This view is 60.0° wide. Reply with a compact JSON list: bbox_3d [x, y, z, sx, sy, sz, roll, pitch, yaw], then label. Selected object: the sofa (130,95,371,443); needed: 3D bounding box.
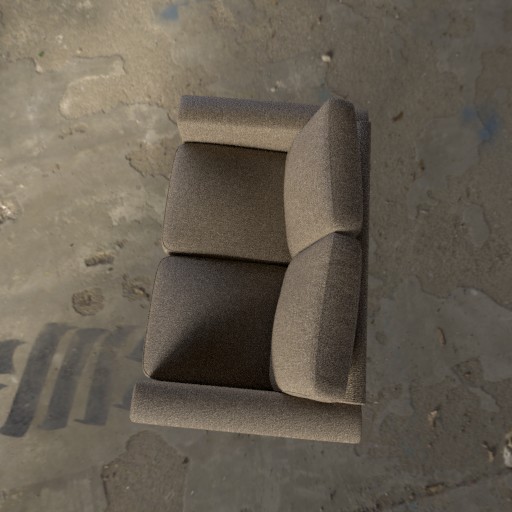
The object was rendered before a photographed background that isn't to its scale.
[{"bbox_3d":[0.000,0.000,2.187,1.016,0.873,1.616,5,74,1],"label":"sofa"}]
